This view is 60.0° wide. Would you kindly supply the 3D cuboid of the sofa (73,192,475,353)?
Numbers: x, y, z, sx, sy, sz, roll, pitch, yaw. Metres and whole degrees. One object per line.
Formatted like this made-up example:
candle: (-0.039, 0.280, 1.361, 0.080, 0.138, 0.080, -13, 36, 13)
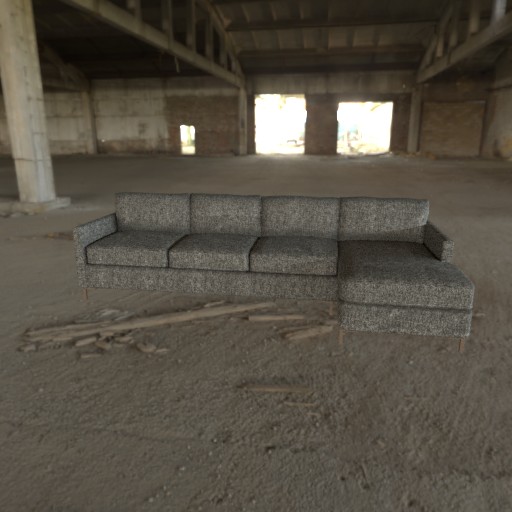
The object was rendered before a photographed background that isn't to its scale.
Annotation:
sofa: (0.000, 0.000, 4.059, 3.384, 0.970, 1.488, 2, 16, 9)
